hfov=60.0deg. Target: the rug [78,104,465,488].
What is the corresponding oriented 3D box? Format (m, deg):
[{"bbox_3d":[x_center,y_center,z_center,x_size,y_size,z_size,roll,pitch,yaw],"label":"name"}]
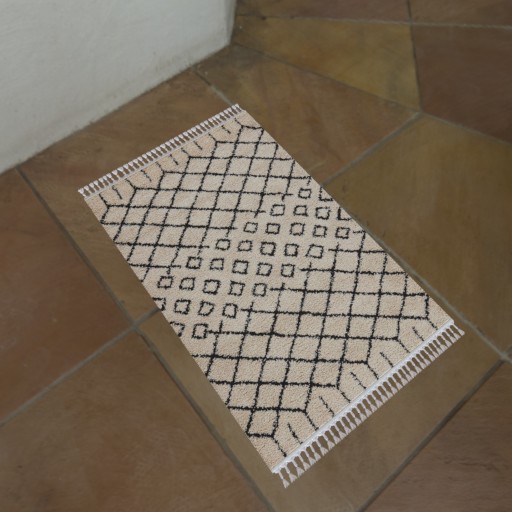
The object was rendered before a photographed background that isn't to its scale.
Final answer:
[{"bbox_3d":[0.000,0.000,2.484,1.196,0.008,2.006,-34,68,-16],"label":"rug"}]
